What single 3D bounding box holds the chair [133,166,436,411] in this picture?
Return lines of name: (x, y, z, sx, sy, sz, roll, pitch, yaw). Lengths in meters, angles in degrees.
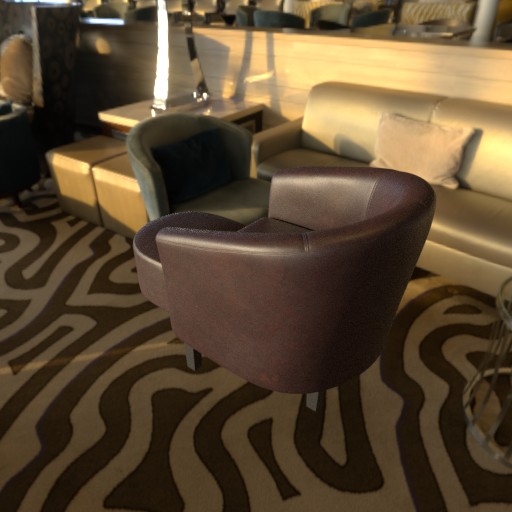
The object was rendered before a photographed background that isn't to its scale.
chair: (0.000, 0.000, 1.679, 1.176, 0.755, 0.737, 22, 38, 31)
